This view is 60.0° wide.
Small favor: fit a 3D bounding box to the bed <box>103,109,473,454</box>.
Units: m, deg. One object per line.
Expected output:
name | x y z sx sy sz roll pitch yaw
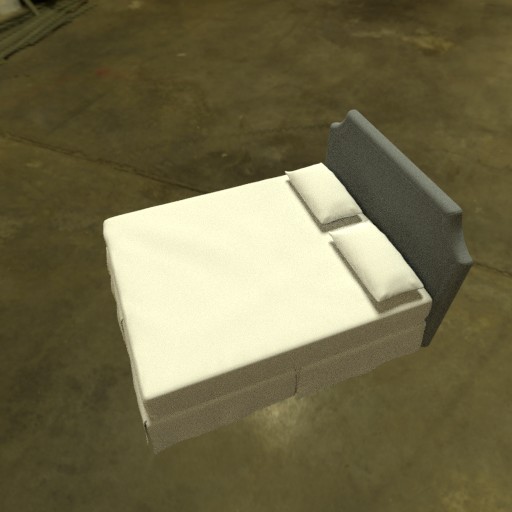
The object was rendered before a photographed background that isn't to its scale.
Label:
bed | 0.000 0.000 3.361 2.259 1.296 1.811 -16 49 -14
